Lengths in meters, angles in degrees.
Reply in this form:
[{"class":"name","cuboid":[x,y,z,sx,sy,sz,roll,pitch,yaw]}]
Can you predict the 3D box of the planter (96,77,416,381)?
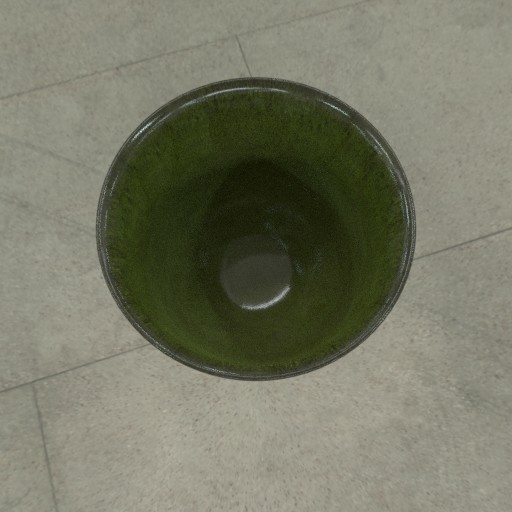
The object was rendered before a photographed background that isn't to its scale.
[{"class":"planter","cuboid":[0.000,0.000,0.497,0.266,0.270,0.266,0,75,0]}]
